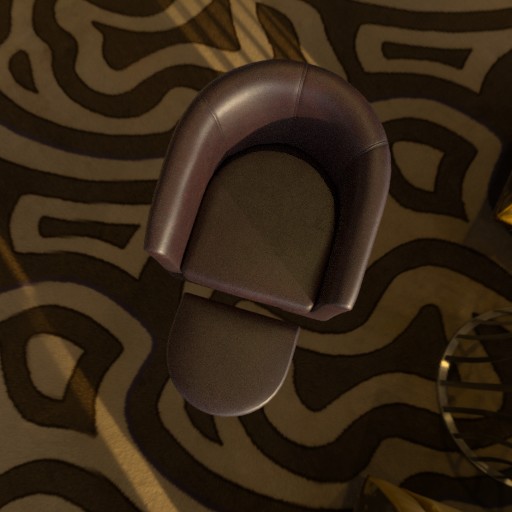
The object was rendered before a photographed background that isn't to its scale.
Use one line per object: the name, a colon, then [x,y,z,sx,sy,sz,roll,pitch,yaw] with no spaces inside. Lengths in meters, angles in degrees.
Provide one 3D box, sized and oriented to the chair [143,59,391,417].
chair: [0.000,0.000,1.658,0.737,0.755,1.176,16,77,4]
